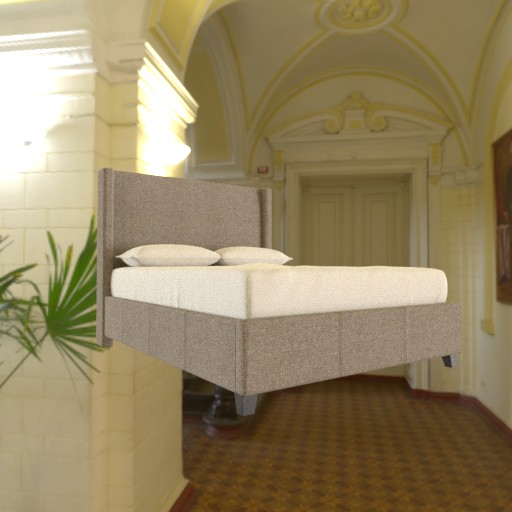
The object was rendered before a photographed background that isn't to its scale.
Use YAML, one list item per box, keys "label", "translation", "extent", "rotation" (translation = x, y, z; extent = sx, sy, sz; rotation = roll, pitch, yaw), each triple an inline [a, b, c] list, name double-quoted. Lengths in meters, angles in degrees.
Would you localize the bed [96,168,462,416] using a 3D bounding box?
- label: "bed"
  translation: [0.000, 0.000, 3.316]
  extent: [1.714, 1.481, 2.245]
  rotation: [1, -2, -35]
